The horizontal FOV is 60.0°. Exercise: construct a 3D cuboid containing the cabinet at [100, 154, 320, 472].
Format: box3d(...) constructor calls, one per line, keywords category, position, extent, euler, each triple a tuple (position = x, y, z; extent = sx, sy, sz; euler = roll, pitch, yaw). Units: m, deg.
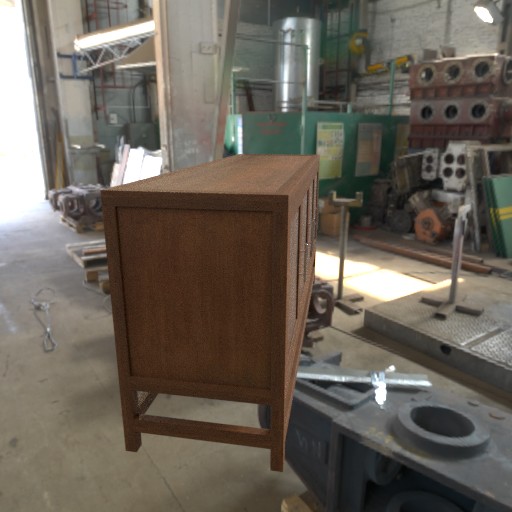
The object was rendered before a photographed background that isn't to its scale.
box3d(category="cabinet", position=(0.000, 0.000, 2.043), extent=(0.522, 0.820, 1.708), euler=(3, 16, 10))
